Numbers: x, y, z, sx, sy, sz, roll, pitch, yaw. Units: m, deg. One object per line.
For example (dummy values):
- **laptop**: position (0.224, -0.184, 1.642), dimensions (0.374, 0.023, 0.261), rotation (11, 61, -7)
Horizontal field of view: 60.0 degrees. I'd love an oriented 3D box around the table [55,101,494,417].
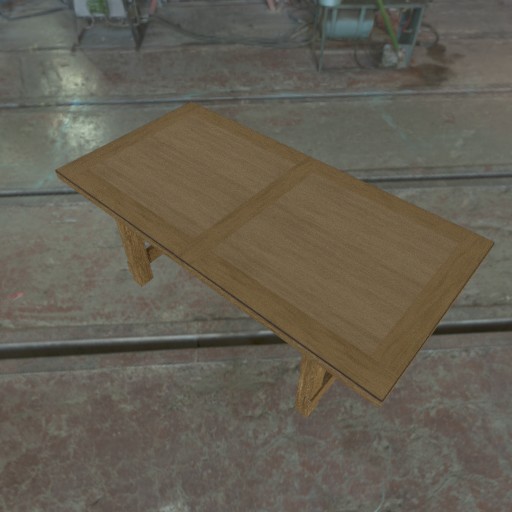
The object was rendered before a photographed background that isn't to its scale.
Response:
- **table**: position (0.000, 0.000, 2.455), dimensions (1.982, 0.762, 1.000), rotation (32, 55, 27)
